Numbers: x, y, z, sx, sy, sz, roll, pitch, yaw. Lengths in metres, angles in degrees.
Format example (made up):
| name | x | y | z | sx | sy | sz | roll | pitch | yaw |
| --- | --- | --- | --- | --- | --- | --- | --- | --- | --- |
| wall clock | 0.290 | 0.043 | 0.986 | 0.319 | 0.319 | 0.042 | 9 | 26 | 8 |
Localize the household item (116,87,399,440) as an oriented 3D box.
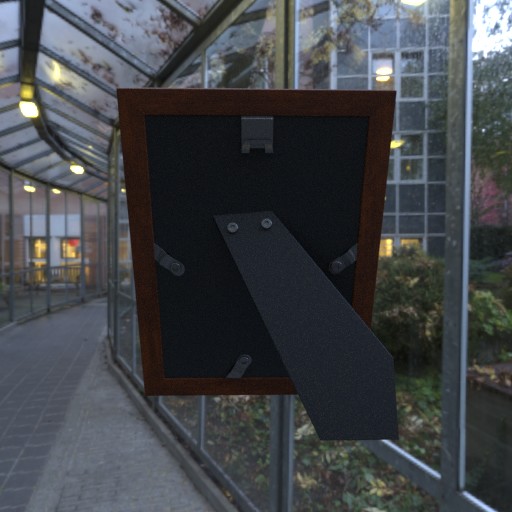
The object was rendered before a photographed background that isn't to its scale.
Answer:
| name | x | y | z | sx | sy | sz | roll | pitch | yaw |
| --- | --- | --- | --- | --- | --- | --- | --- | --- | --- |
| household item | 0.000 | 0.000 | 0.292 | 0.160 | 0.204 | 0.096 | 0 | 1 | -1 |
